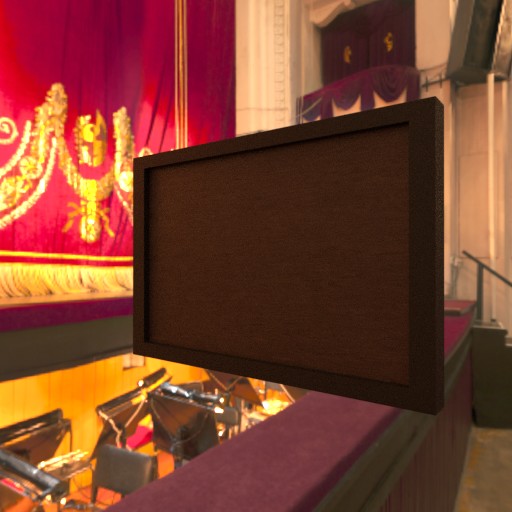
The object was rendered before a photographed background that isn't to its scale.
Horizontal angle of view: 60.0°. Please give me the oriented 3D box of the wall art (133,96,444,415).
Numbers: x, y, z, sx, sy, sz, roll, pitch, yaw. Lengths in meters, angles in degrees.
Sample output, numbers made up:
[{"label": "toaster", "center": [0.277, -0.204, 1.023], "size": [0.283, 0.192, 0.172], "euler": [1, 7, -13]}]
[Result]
[{"label": "wall art", "center": [0.000, 0.000, 0.849], "size": [0.671, 0.456, 0.051], "euler": [0, 0, 36]}]
